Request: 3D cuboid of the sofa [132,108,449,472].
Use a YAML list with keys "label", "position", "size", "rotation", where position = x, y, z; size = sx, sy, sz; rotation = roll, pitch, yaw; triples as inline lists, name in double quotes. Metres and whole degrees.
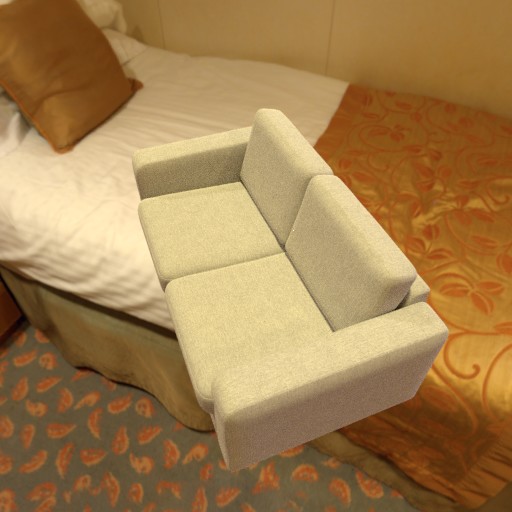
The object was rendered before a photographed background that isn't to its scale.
- label: "sofa"
  position: [0.000, 0.000, 2.062]
  size: [0.900, 0.800, 1.540]
  rotation: [-16, 49, -15]
